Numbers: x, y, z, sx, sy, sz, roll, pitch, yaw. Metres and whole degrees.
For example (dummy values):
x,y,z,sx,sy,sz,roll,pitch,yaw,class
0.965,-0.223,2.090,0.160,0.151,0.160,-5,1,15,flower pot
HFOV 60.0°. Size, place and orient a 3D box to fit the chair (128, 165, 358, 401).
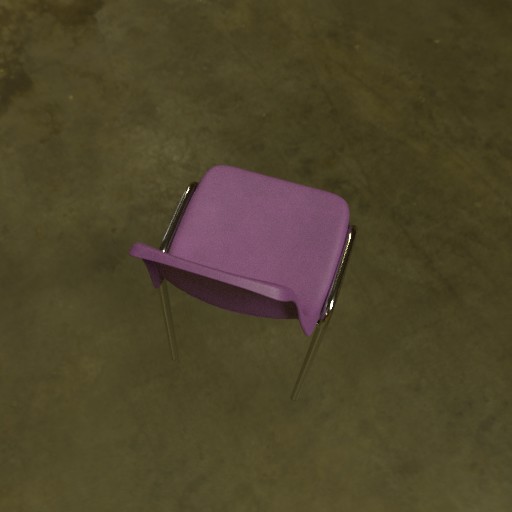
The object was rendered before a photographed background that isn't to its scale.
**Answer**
x,y,z,sx,sy,sz,roll,pitch,yaw,class
0.000,0.000,0.946,0.381,0.704,0.432,16,64,8,chair
